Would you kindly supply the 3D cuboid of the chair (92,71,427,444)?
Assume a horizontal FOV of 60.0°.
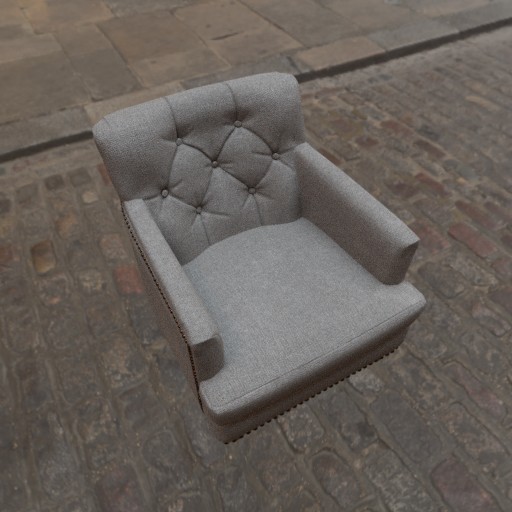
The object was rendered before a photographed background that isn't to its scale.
[{"bbox_3d":[0.000,0.000,1.492,0.737,0.823,0.902,-23,51,-19],"label":"chair"}]
